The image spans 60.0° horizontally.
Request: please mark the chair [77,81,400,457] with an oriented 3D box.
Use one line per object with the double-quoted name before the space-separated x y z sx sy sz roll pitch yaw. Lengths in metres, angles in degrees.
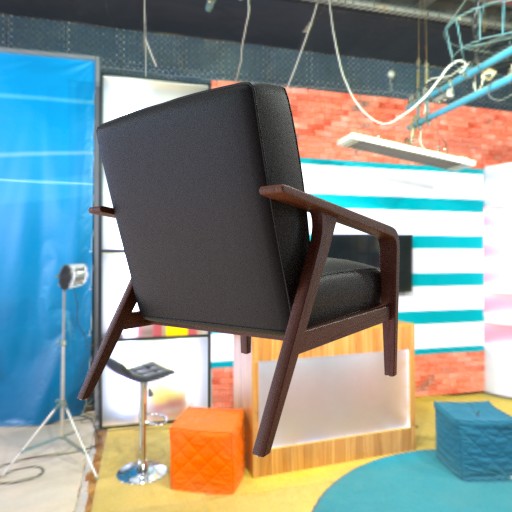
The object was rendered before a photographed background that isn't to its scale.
"chair" 0.000 0.000 1.492 0.719 0.861 0.889 0 -1 36
